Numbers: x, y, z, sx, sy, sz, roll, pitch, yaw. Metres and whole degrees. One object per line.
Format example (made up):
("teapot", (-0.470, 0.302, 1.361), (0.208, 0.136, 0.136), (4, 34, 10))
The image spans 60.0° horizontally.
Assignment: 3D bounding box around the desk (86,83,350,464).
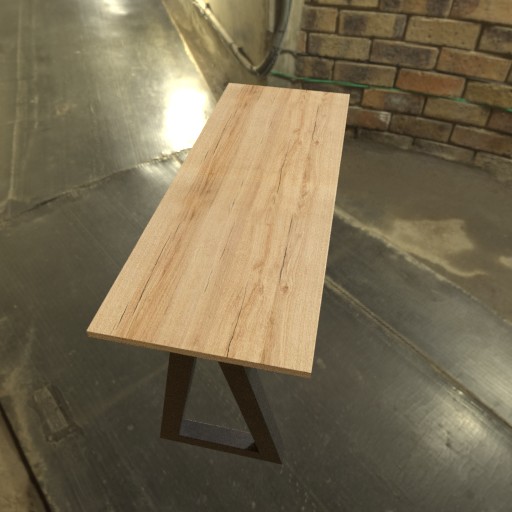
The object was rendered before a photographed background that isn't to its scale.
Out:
("desk", (0.000, 0.000, 1.790), (0.550, 0.760, 1.400), (9, 46, 8))
